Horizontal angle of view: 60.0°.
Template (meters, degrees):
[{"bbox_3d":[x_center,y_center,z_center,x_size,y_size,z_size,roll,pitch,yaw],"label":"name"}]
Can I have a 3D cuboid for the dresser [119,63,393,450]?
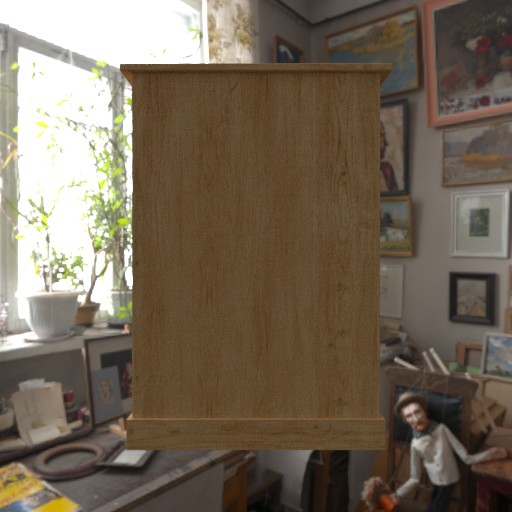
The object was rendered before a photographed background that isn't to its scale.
[{"bbox_3d":[0.000,0.000,1.728,0.915,1.300,0.485,0,0,0],"label":"dresser"}]
